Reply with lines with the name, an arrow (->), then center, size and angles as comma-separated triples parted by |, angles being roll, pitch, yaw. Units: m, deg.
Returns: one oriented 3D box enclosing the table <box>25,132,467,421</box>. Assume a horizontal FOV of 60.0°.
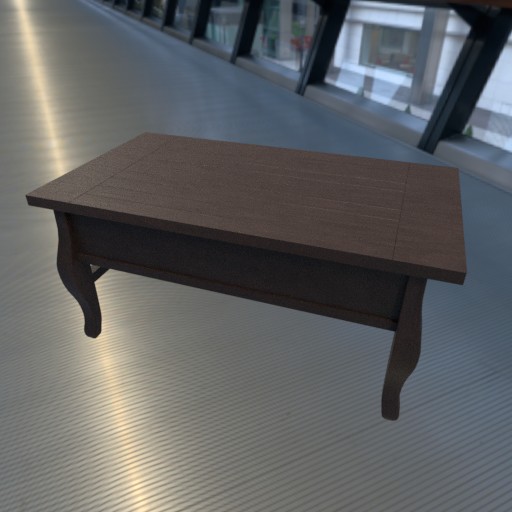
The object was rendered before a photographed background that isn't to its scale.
table -> 0.000, 0.000, 1.360 | 1.062, 0.494, 0.600 | 11, 34, 17
